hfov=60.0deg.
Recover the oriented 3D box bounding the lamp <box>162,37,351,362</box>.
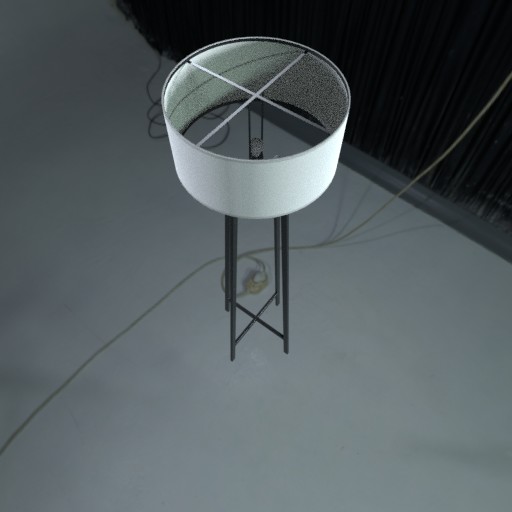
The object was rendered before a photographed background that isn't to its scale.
[{"bbox_3d":[0.000,0.000,1.719,0.456,1.510,0.457,33,64,19],"label":"lamp"}]
